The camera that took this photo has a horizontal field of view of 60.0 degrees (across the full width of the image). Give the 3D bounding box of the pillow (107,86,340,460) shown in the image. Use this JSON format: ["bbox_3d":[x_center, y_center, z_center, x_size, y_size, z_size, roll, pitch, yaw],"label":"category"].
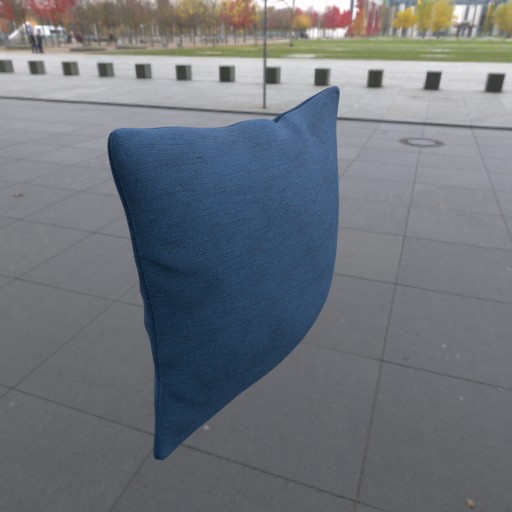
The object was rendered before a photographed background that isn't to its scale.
[{"bbox_3d":[0.000,0.000,0.629,0.177,0.420,0.437,18,32,31],"label":"pillow"}]
